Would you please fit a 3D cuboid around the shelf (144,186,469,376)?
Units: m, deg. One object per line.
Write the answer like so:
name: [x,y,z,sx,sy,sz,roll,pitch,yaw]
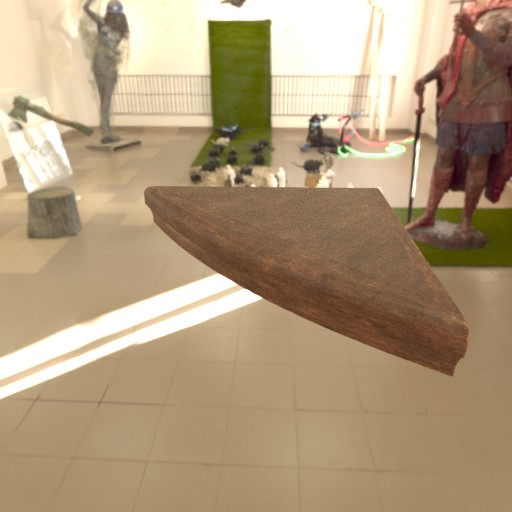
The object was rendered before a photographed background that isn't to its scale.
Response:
shelf: [0.000,0.000,0.457,0.310,0.050,0.310,1,27,2]
